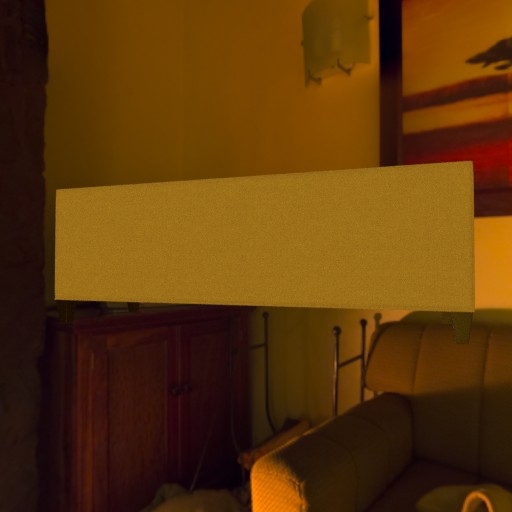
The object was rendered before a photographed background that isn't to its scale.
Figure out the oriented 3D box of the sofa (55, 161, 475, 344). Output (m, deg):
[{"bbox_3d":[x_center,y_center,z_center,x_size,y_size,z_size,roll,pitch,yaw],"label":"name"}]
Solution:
[{"bbox_3d":[0.000,0.000,2.526,2.159,0.762,0.775,0,-1,19],"label":"sofa"}]
